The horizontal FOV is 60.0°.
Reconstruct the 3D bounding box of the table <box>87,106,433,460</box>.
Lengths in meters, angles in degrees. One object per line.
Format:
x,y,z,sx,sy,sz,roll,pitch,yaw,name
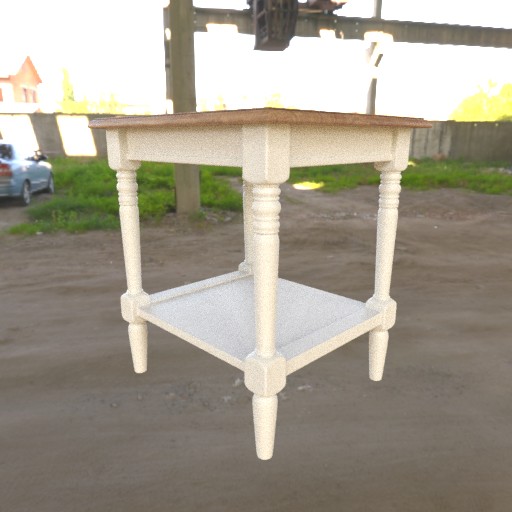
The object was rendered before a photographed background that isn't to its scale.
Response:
0.000,0.000,0.944,0.457,0.561,0.508,-14,20,-43,table
